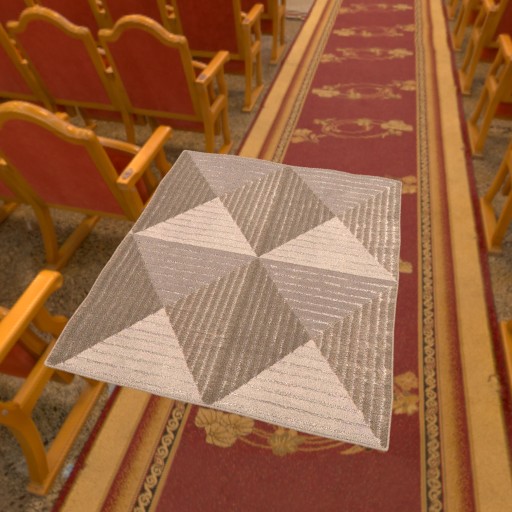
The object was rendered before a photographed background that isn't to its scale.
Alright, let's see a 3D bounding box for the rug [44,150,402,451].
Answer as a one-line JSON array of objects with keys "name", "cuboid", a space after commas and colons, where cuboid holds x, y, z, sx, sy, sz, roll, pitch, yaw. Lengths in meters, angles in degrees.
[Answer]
[{"name": "rug", "cuboid": [0.000, 0.000, 0.876, 0.551, 0.008, 0.642, 11, 48, 10]}]
